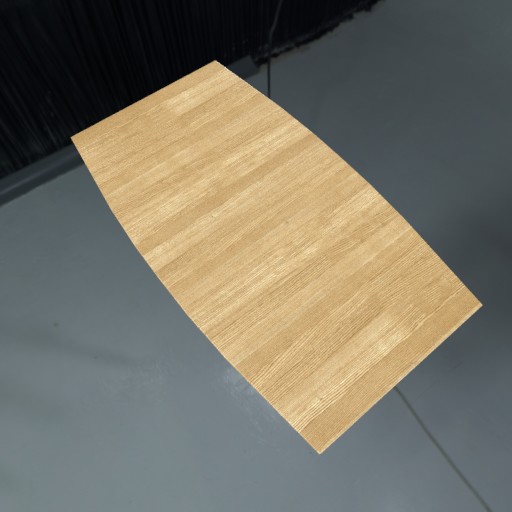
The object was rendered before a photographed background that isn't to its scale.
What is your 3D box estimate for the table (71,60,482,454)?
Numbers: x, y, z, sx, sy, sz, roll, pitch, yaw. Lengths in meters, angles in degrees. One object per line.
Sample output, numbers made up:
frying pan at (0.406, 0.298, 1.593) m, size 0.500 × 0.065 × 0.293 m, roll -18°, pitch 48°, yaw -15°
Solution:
table at (0.000, 0.000, 2.071) m, size 0.900 × 0.748 × 1.598 m, roll -35°, pitch 68°, yaw -16°
